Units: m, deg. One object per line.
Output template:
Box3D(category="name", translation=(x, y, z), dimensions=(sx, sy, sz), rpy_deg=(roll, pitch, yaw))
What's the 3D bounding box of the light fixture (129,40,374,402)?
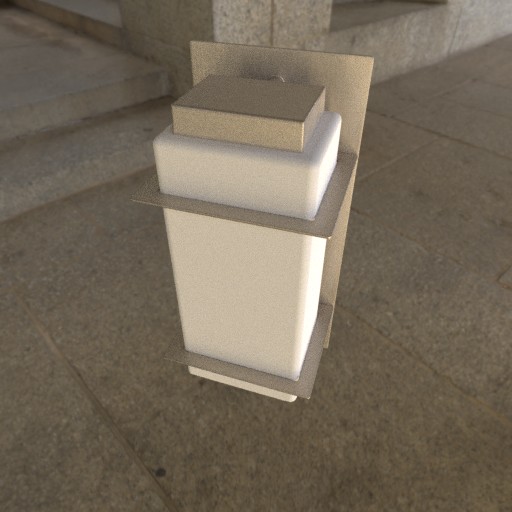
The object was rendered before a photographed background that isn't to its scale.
Box3D(category="light fixture", translation=(0.000, 0.000, 0.467), dimensions=(0.168, 0.380, 0.160), rpy_deg=(12, 41, 14))
